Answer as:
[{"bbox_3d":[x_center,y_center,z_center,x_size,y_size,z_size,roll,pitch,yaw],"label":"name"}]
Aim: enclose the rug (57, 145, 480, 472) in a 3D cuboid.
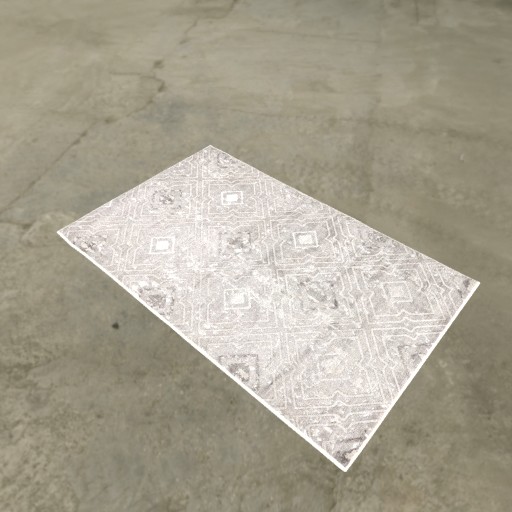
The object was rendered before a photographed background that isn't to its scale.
[{"bbox_3d":[0.000,0.000,2.981,2.447,0.036,1.537,32,54,28],"label":"rug"}]
